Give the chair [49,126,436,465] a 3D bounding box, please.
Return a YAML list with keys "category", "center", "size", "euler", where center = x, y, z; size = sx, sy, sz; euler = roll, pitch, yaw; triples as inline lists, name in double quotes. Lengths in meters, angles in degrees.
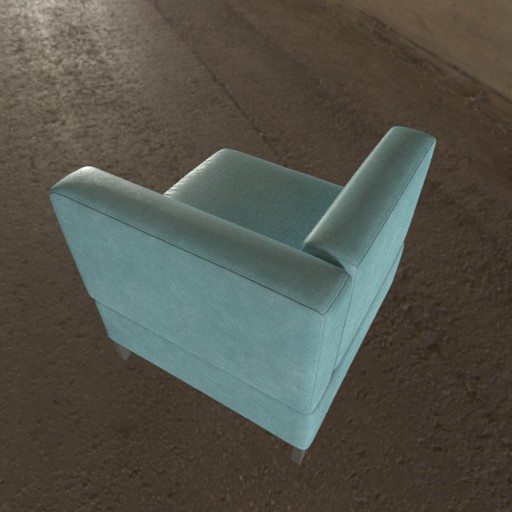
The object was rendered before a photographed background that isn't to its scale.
- category: "chair"
  center: [0.000, 0.000, 1.227]
  size: [0.680, 0.660, 0.680]
  euler: [23, 50, 21]
